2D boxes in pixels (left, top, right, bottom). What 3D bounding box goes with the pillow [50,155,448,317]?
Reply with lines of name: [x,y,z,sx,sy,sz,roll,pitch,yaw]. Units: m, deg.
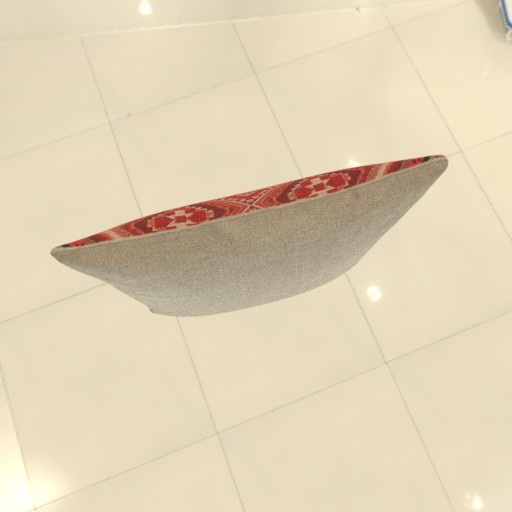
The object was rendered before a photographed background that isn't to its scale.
pillow: [0.000,0.000,0.798,0.513,0.511,0.158,-14,76,-4]
